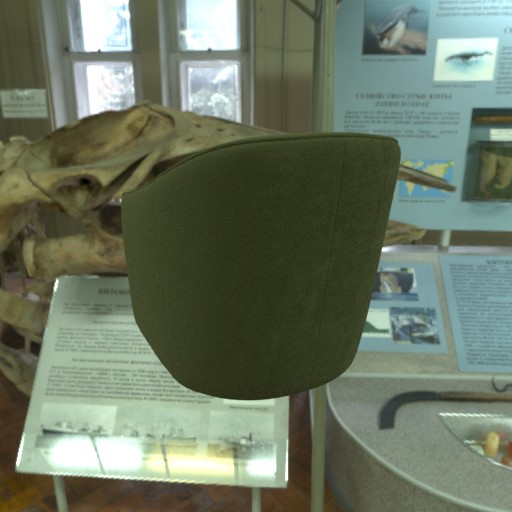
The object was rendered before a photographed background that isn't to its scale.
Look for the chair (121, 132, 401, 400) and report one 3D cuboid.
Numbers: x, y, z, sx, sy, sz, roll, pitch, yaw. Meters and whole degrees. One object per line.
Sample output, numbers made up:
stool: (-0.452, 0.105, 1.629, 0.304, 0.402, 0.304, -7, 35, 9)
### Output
chair: (0.000, 0.000, 1.483, 0.747, 0.799, 0.875, -8, 17, -26)
